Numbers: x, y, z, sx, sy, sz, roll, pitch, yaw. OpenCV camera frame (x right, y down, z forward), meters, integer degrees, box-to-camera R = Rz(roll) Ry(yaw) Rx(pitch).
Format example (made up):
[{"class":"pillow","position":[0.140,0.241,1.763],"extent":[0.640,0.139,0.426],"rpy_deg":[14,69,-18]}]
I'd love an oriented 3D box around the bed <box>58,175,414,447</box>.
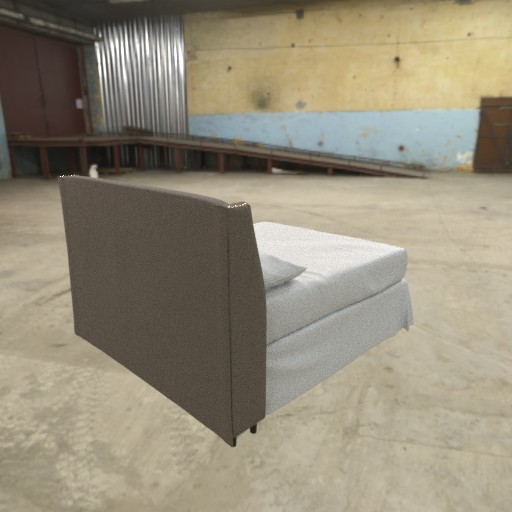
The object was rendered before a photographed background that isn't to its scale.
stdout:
[{"class":"bed","position":[0.000,0.000,3.558],"extent":[1.925,1.332,2.276],"rpy_deg":[15,22,43]}]
